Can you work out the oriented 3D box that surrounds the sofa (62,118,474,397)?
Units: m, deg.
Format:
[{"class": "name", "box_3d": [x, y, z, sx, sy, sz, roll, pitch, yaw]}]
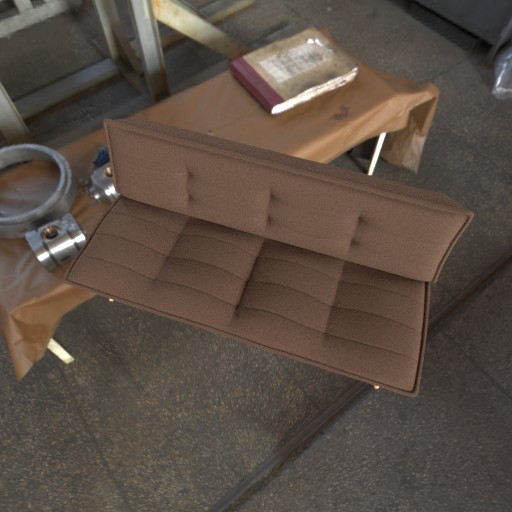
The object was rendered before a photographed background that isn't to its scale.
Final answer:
[{"class": "sofa", "box_3d": [0.000, 0.000, 2.445, 1.940, 0.890, 0.950, 16, 61, 9]}]
